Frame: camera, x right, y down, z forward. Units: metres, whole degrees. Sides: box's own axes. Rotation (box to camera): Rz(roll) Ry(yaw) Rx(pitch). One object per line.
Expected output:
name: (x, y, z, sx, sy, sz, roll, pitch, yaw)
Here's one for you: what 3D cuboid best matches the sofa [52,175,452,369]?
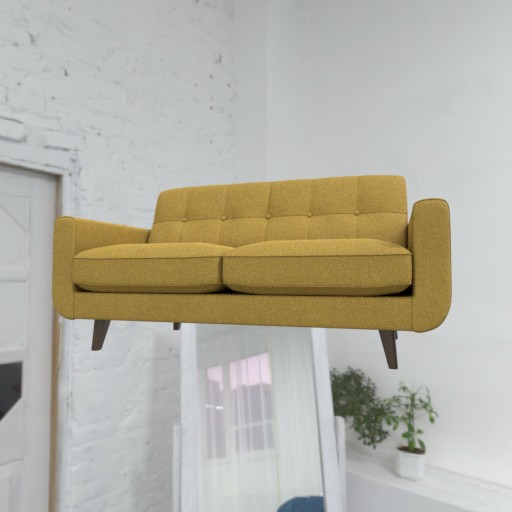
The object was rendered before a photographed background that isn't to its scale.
sofa: (0.000, 0.000, 2.121, 1.631, 0.841, 0.909, -1, -2, 18)
